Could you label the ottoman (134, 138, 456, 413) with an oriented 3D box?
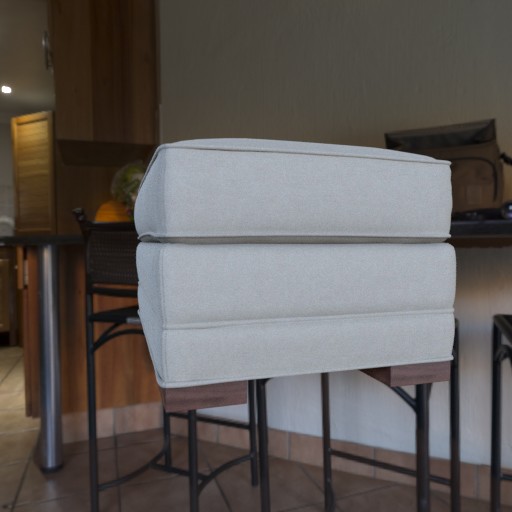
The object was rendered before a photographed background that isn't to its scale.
[{"bbox_3d":[0.000,0.000,1.186,0.611,0.482,0.848,-1,2,-17],"label":"ottoman"}]
